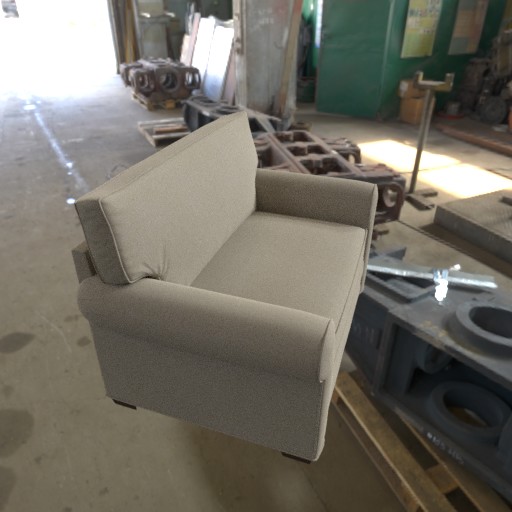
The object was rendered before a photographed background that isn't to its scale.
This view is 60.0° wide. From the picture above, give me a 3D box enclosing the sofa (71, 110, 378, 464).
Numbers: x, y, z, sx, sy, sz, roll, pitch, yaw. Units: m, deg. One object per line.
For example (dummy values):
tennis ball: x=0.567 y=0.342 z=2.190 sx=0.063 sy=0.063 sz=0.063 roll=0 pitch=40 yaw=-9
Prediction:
sofa: x=0.000 y=0.000 z=2.041 sx=0.937 sy=1.006 sz=1.405 roll=10 pitch=32 yaw=17
